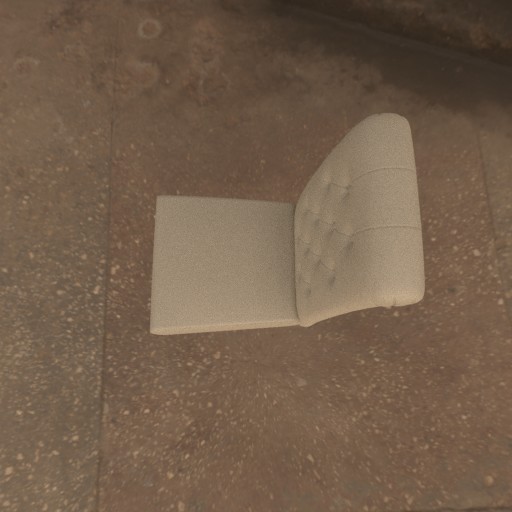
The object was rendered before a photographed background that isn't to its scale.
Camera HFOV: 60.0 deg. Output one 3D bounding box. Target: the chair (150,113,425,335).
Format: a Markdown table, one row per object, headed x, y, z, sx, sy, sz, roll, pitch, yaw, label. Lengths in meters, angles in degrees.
| x | y | z | sx | sy | sz | roll | pitch | yaw | label |
| --- | --- | --- | --- | --- | --- | --- | --- | --- | --- |
| 0.000 | 0.000 | 1.362 | 0.671 | 1.006 | 0.456 | 0 | 77 | 0 | chair |
